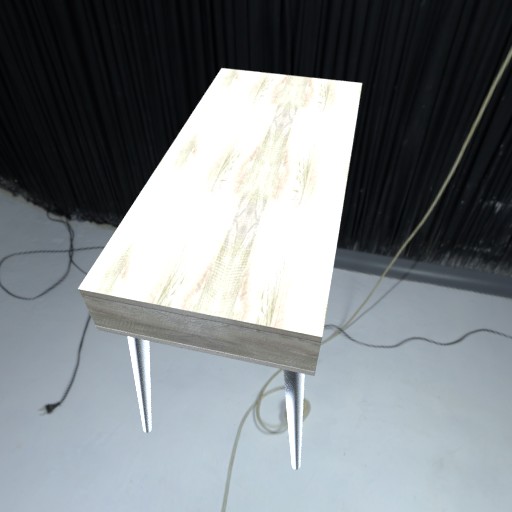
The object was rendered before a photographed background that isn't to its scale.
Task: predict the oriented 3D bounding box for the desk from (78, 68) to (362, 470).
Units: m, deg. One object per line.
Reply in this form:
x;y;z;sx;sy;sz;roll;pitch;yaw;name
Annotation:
0.000;0.000;1.401;0.491;0.723;0.979;10;48;9;desk
